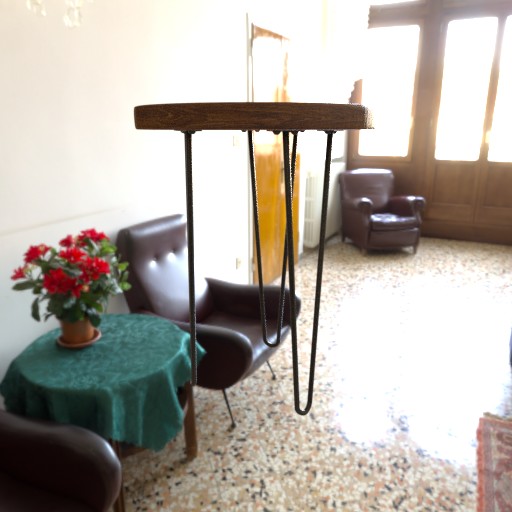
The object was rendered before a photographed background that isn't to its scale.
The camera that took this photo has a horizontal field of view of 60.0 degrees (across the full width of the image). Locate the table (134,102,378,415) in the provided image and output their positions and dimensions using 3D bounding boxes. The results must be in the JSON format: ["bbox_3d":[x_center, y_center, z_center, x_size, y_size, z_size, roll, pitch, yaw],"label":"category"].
[{"bbox_3d":[0.000,0.000,0.820,0.400,0.520,0.400,0,16,0],"label":"table"}]
